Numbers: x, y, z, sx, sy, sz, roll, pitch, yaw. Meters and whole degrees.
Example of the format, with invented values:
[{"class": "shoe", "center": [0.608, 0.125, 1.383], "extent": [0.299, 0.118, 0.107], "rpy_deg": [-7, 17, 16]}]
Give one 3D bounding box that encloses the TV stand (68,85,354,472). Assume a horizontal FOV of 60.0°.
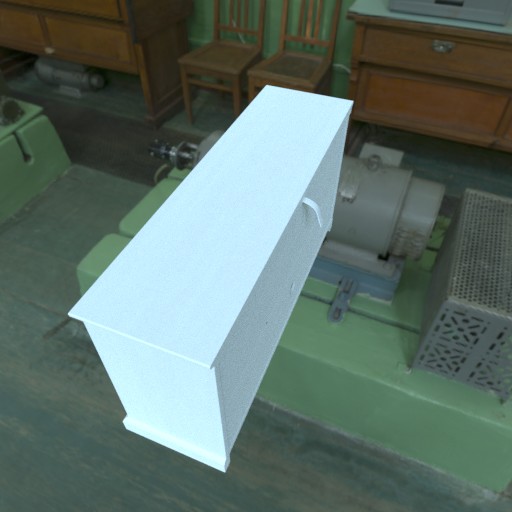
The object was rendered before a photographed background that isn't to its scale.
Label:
[{"class": "TV stand", "center": [0.000, 0.000, 1.514], "extent": [0.424, 0.624, 1.187], "rpy_deg": [16, 48, 15]}]
